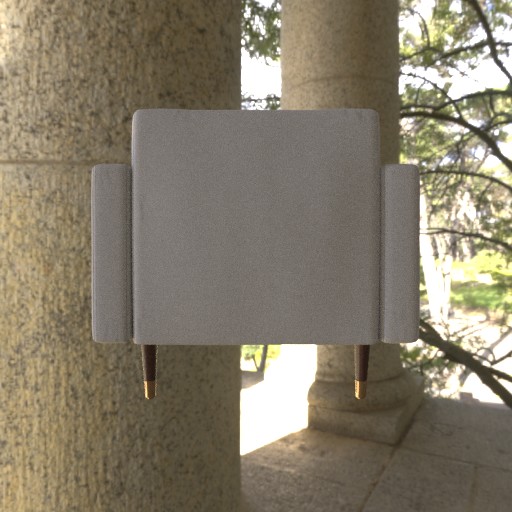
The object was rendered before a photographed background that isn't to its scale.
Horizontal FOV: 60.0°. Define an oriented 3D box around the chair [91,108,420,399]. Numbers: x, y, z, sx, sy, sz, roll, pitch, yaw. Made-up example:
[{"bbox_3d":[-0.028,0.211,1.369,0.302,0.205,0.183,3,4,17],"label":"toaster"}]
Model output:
[{"bbox_3d":[0.000,0.000,1.675,0.953,0.819,0.998,0,0,0],"label":"chair"}]
